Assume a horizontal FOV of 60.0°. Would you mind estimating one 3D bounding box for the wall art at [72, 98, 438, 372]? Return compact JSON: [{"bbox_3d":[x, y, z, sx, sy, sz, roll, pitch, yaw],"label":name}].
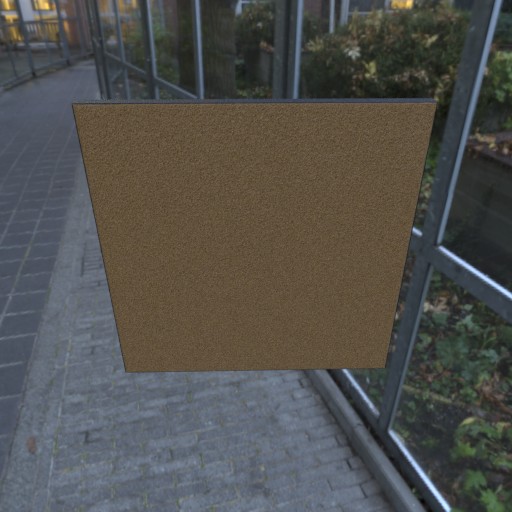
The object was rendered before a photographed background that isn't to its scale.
[{"bbox_3d":[0.000,0.000,0.672,0.456,0.453,0.022,-1,30,-1],"label":"wall art"}]
